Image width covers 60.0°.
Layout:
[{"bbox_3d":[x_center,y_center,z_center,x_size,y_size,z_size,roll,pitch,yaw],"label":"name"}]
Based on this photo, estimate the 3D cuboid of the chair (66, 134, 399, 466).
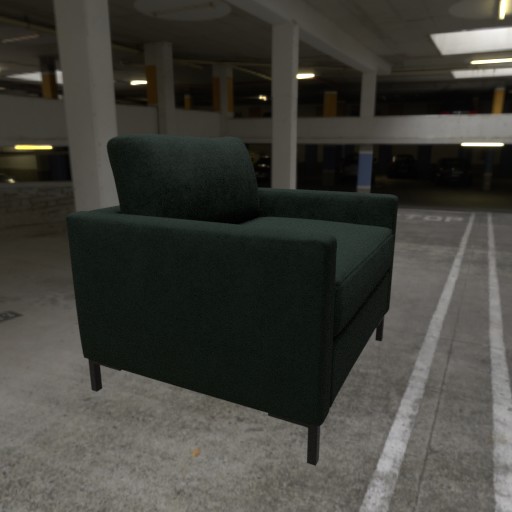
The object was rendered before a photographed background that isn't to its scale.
[{"bbox_3d":[0.000,0.000,1.627,0.866,0.861,0.963,7,17,26],"label":"chair"}]
